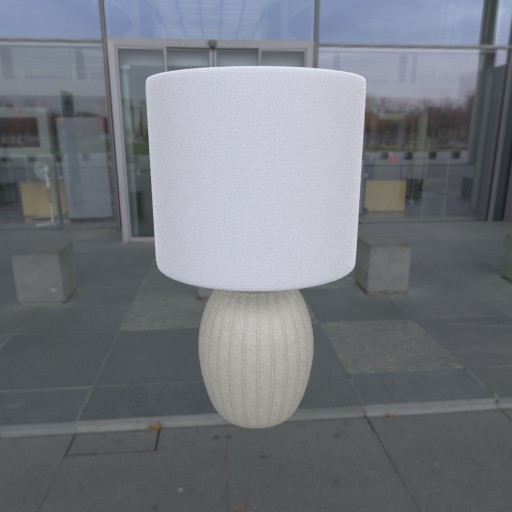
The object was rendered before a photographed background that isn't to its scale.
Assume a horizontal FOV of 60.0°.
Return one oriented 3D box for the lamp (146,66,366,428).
[{"bbox_3d":[0.000,0.000,0.748,0.329,0.570,0.329,3,15,9],"label":"lamp"}]
